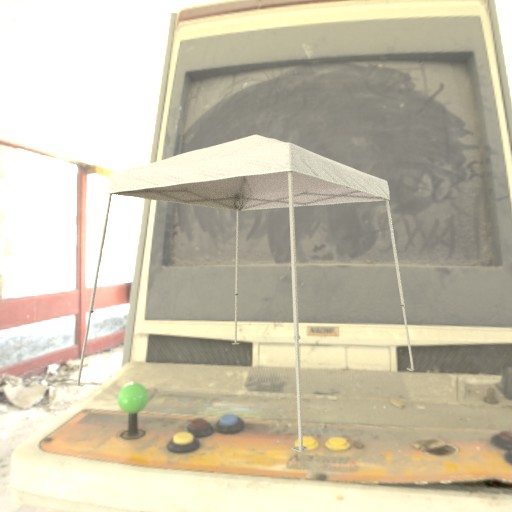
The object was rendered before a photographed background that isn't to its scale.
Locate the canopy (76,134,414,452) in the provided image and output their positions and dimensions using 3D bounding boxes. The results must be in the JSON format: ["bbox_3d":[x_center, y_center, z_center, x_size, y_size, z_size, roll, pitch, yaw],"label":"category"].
[{"bbox_3d":[0.000,0.000,6.589,3.600,3.600,3.599,0,0,35],"label":"canopy"}]
